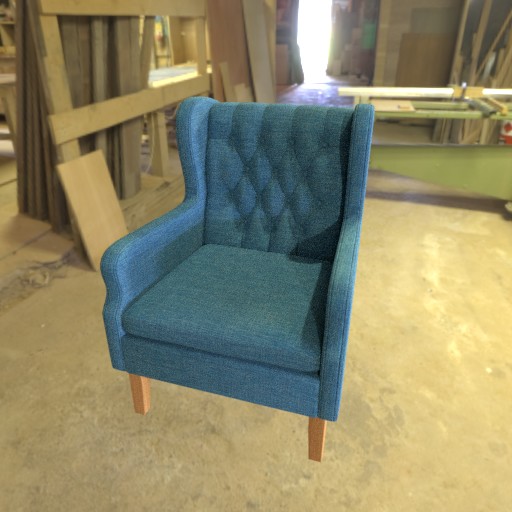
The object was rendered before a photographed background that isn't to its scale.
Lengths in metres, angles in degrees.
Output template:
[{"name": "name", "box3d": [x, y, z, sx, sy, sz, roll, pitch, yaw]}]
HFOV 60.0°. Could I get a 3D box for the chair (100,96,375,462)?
[{"name": "chair", "box3d": [0.000, 0.000, 1.506, 0.711, 0.952, 0.775, 8, 28, 16]}]
